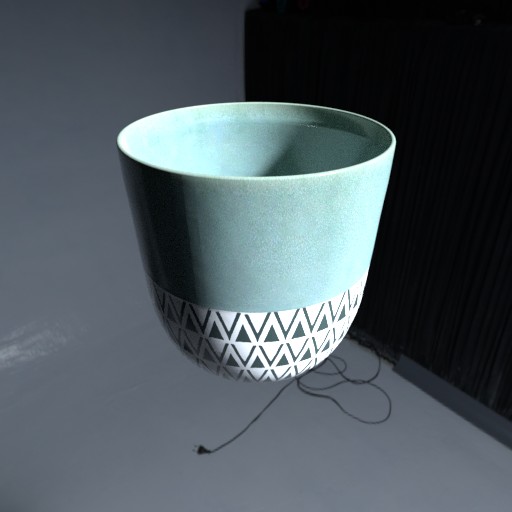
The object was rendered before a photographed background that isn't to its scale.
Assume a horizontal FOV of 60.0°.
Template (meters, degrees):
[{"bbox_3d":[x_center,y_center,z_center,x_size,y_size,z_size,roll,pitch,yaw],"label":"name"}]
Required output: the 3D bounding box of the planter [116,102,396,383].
[{"bbox_3d":[0.000,0.000,0.379,0.198,0.214,0.198,0,31,0],"label":"planter"}]
